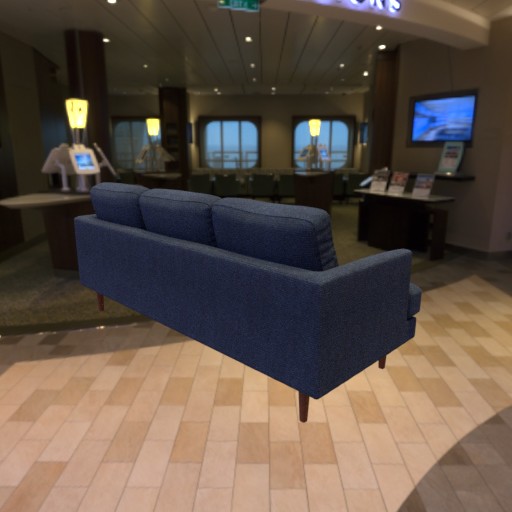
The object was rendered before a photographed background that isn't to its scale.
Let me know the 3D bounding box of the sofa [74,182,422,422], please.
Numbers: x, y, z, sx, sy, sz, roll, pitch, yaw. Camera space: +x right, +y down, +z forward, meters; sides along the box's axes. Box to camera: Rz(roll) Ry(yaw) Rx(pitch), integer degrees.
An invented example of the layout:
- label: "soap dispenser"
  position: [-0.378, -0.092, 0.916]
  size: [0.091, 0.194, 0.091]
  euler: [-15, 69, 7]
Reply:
- label: "sofa"
  position: [0.000, 0.000, 3.001]
  size: [2.233, 0.956, 1.504]
  euler: [14, 19, 43]
